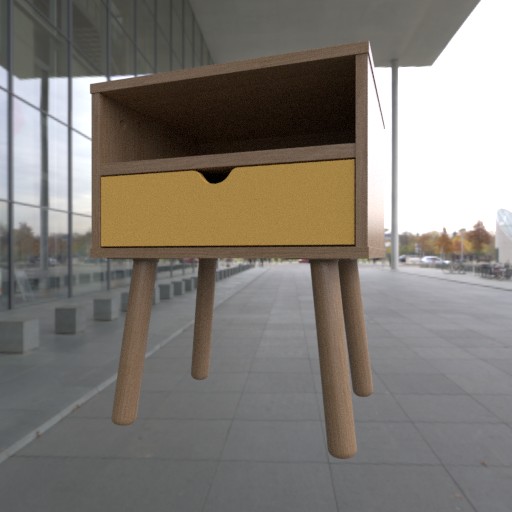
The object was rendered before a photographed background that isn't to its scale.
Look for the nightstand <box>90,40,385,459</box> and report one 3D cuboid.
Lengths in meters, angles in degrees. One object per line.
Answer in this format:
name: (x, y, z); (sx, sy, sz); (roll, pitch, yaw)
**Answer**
nightstand: (0.000, 0.000, 0.840); (0.450, 0.571, 0.380); (0, 0, 19)
